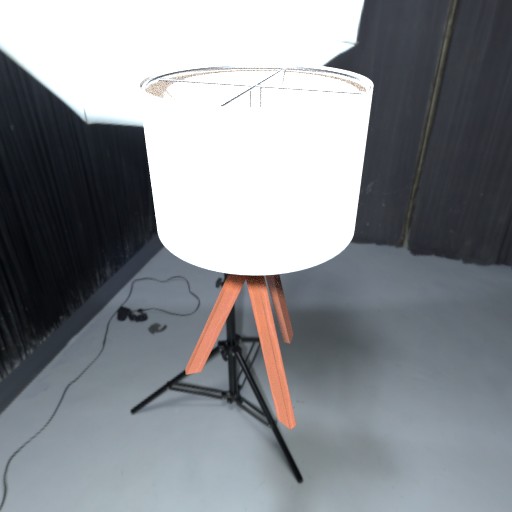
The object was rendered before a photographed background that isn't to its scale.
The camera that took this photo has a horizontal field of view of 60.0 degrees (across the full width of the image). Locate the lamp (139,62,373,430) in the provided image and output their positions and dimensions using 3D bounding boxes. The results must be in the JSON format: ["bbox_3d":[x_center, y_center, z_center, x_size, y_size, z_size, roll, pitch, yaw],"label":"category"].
[{"bbox_3d":[0.000,0.000,0.915,0.380,0.686,0.380,10,33,16],"label":"lamp"}]
